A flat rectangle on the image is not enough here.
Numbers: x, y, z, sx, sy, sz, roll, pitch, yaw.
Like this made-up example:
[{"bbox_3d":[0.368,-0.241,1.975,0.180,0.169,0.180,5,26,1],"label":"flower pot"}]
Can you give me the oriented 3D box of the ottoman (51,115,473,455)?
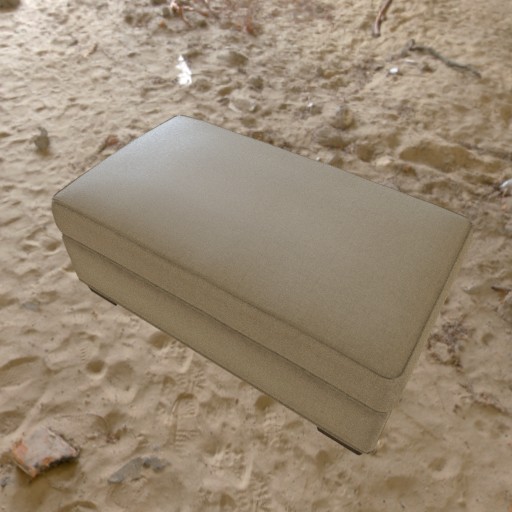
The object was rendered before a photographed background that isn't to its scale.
[{"bbox_3d":[0.000,0.000,1.393,1.097,0.461,0.617,26,52,22],"label":"ottoman"}]
